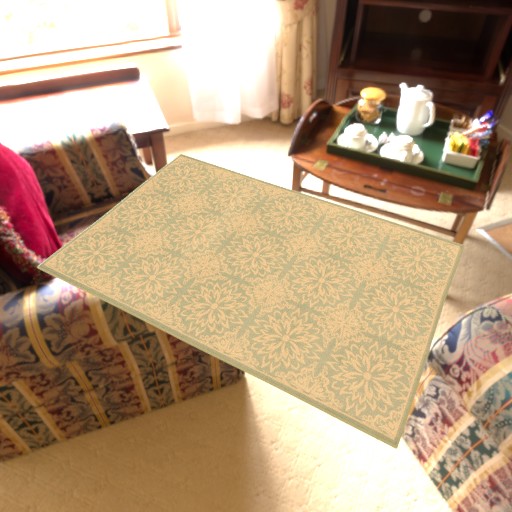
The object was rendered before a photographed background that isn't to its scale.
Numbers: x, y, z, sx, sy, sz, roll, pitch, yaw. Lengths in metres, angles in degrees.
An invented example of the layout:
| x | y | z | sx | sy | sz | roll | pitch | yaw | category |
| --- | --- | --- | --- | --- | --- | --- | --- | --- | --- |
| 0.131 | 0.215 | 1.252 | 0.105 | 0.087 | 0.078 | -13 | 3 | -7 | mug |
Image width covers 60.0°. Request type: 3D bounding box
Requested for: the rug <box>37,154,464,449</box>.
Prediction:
| x | y | z | sx | sy | sz | roll | pitch | yaw | category |
| --- | --- | --- | --- | --- | --- | --- | --- | --- | --- |
| 0.000 | 0.000 | 3.404 | 2.746 | 0.018 | 1.819 | 22 | 48 | 20 | rug |
